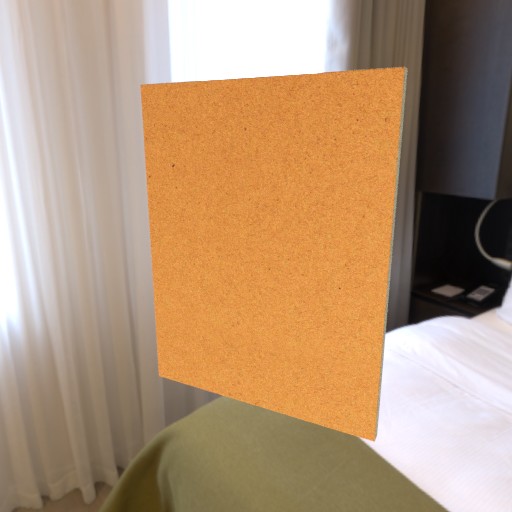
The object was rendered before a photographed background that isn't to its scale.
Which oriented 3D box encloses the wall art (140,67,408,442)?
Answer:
[{"bbox_3d":[0.000,0.000,0.816,0.481,0.613,0.020,8,17,26],"label":"wall art"}]
